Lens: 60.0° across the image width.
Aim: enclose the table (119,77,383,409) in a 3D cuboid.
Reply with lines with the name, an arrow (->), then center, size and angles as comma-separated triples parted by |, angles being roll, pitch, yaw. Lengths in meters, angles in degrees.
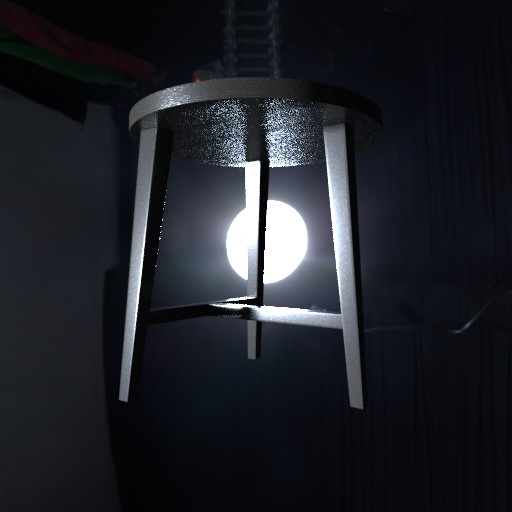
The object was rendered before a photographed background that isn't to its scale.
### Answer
table -> 0.000, 0.000, 0.908 | 0.500, 0.531, 0.500 | 0, 0, 0
